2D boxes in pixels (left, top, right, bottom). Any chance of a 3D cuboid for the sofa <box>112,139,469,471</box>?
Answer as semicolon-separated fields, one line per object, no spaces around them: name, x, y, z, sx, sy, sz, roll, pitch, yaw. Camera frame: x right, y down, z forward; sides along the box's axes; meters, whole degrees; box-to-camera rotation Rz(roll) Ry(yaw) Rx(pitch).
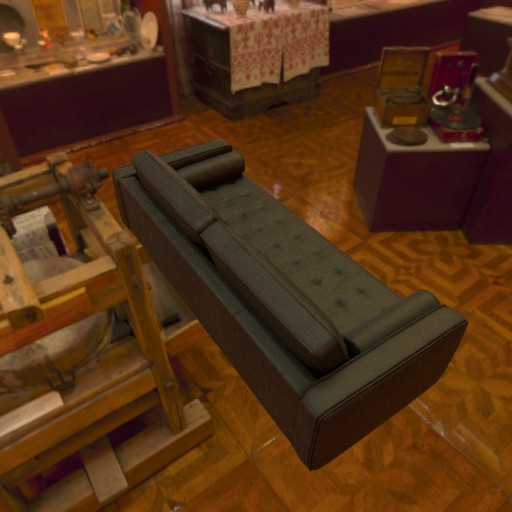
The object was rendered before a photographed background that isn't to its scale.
sofa;0.000;0.000;2.607;0.914;0.762;2.210;-24;46;-25
